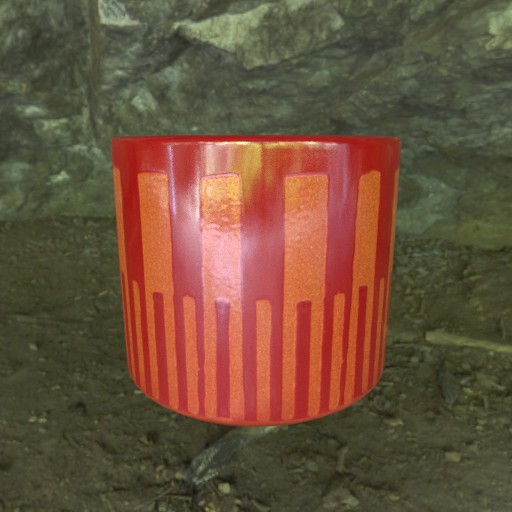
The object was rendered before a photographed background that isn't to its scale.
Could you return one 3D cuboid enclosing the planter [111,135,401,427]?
[{"bbox_3d":[0.000,0.000,0.390,0.230,0.202,0.230,0,14,0],"label":"planter"}]
